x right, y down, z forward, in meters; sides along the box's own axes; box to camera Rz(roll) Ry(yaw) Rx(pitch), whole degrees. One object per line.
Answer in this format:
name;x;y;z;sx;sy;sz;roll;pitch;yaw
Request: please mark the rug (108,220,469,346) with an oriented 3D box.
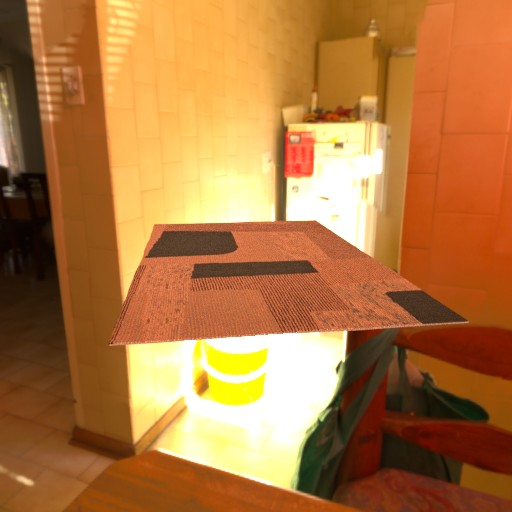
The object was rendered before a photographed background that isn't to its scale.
rug;0.000;0.000;2.983;1.521;0.015;2.436;-2;15;-8
